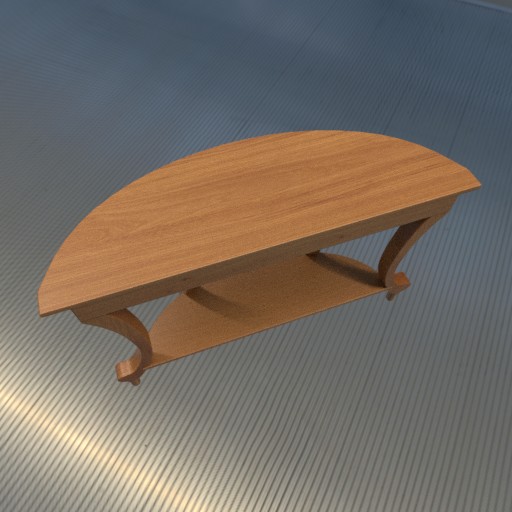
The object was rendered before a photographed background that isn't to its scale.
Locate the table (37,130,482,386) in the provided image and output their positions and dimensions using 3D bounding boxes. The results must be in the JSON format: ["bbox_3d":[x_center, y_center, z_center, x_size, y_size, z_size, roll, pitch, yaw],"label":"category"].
[{"bbox_3d":[0.000,0.000,1.518,1.198,0.692,0.394,-16,59,-10],"label":"table"}]
